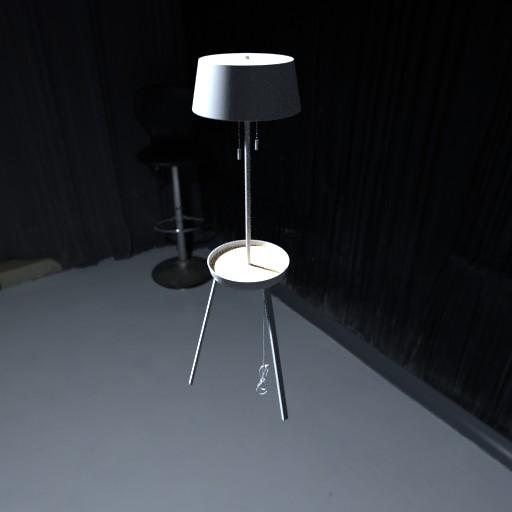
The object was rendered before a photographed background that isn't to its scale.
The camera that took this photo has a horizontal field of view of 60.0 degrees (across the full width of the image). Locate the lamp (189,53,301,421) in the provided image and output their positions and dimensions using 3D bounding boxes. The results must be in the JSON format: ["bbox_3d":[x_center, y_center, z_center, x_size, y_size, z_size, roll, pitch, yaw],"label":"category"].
[{"bbox_3d":[0.000,0.000,1.734,0.508,1.429,0.468,-20,36,-30],"label":"lamp"}]
